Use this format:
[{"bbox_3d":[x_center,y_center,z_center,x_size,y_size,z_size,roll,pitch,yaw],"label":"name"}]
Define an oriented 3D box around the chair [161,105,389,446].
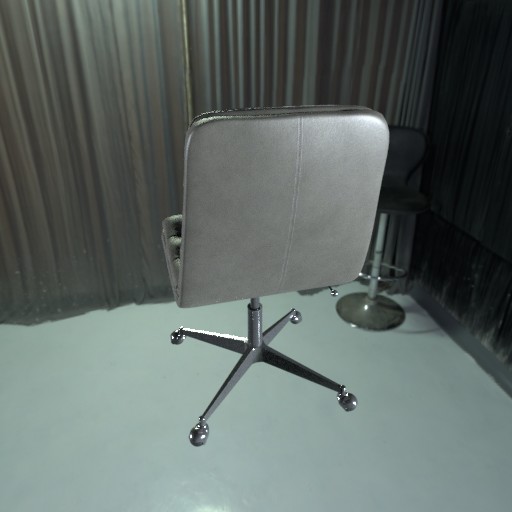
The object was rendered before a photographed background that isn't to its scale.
[{"bbox_3d":[0.000,0.000,1.050,0.422,0.738,0.485,-8,28,-15],"label":"chair"}]
